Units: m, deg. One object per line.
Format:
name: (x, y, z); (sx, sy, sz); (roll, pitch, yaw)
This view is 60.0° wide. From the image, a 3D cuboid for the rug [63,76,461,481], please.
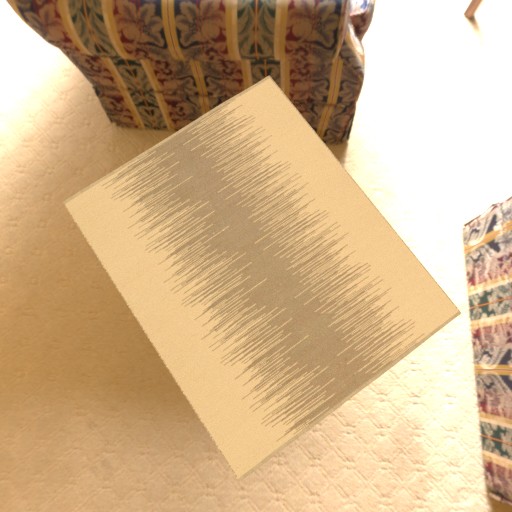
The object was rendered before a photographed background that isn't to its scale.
rug: (0.000, 0.000, 4.158); (2.453, 0.010, 3.037); (-34, 79, -8)
